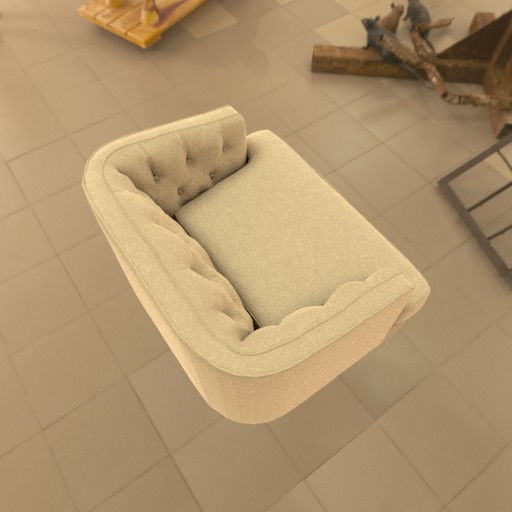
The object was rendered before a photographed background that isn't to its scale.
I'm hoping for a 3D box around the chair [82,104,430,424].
[{"bbox_3d":[0.000,0.000,1.805,0.941,0.852,1.104,-32,64,-17],"label":"chair"}]
